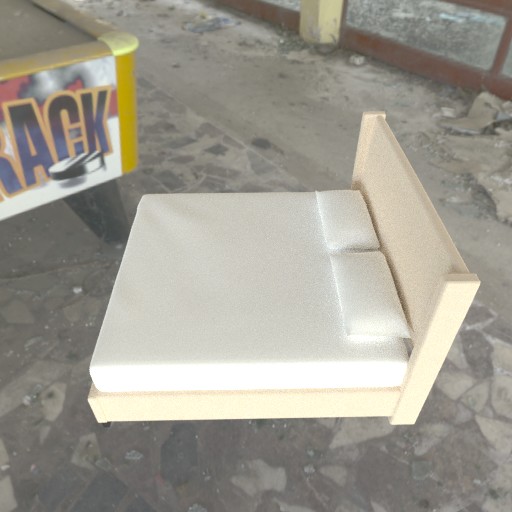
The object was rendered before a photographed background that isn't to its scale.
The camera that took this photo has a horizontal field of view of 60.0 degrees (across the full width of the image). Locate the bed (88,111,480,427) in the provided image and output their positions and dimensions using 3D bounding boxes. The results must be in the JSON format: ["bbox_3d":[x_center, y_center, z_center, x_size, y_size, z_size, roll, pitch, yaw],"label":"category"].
[{"bbox_3d":[0.000,0.000,3.554,2.293,1.471,2.145,-1,41,-1],"label":"bed"}]
